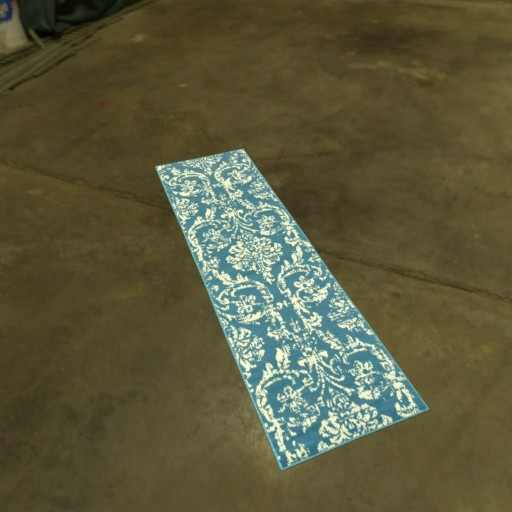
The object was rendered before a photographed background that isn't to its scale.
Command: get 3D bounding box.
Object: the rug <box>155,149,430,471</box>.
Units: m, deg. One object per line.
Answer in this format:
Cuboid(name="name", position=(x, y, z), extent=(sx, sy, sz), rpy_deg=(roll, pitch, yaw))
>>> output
Cuboid(name="rug", position=(0.000, 0.000, 2.451), extent=(0.662, 0.011, 2.196), rpy_deg=(-15, 46, -15))
